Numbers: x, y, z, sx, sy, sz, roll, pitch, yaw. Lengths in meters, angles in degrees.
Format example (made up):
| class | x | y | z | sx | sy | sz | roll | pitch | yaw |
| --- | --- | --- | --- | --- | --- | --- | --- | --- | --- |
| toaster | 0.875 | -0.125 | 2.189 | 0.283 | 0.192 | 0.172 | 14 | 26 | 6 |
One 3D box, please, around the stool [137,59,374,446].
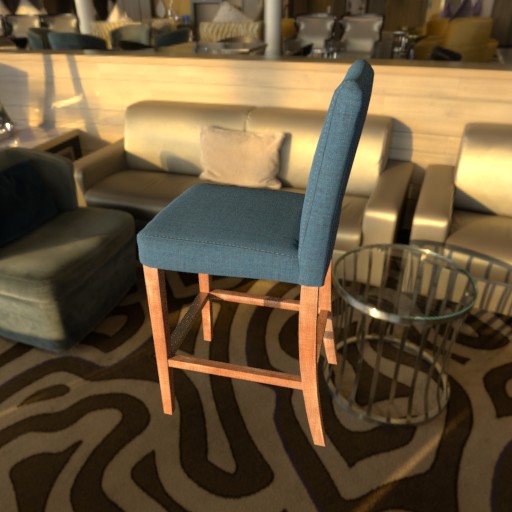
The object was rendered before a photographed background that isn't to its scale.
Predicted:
| class | x | y | z | sx | sy | sz | roll | pitch | yaw |
| --- | --- | --- | --- | --- | --- | --- | --- | --- | --- |
| stool | 0.000 | 0.000 | 1.366 | 0.574 | 1.088 | 0.454 | 7 | 30 | 13 |
